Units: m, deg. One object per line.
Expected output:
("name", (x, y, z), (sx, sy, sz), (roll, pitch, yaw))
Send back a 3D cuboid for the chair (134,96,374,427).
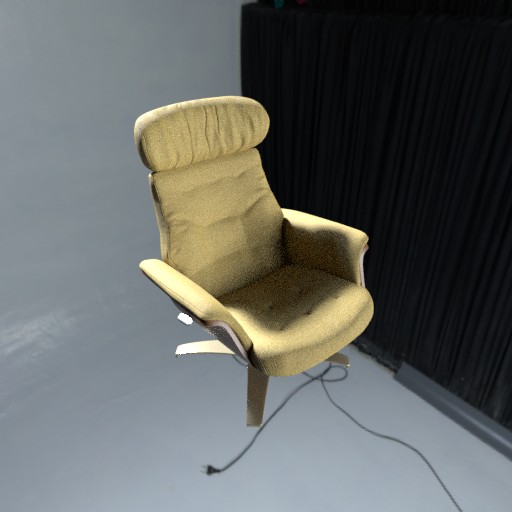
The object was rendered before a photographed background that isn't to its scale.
("chair", (0.000, 0.000, 1.643), (0.785, 0.995, 0.837), (-23, 38, -33))
